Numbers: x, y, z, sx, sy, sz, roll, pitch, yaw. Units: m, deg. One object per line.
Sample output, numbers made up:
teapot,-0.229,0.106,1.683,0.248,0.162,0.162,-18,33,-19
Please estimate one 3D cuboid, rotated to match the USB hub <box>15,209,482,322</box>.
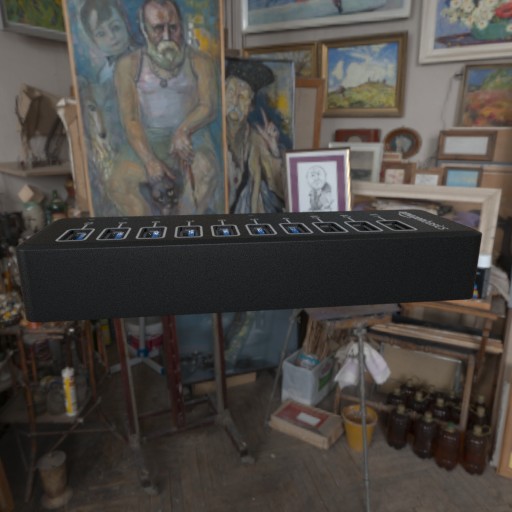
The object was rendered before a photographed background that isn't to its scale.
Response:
USB hub,0.000,0.000,0.157,0.145,0.023,0.044,-2,16,-7
